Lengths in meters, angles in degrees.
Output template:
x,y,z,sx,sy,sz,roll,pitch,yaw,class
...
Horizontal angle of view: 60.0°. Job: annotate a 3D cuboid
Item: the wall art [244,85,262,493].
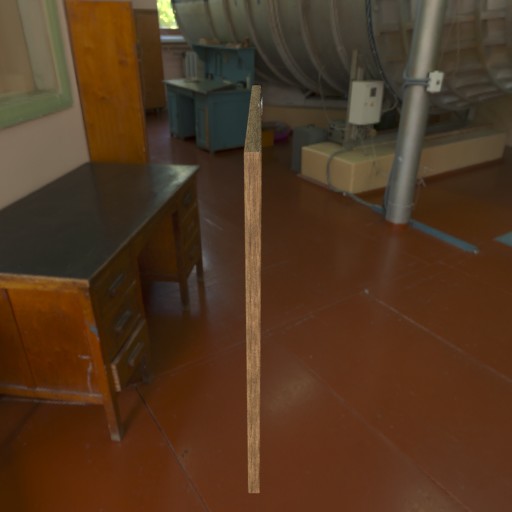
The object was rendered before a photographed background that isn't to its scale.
x,y,z,sx,sy,sz,roll,pitch,yaw,class
0.000,0.000,0.837,0.021,0.582,0.561,0,28,0,wall art
